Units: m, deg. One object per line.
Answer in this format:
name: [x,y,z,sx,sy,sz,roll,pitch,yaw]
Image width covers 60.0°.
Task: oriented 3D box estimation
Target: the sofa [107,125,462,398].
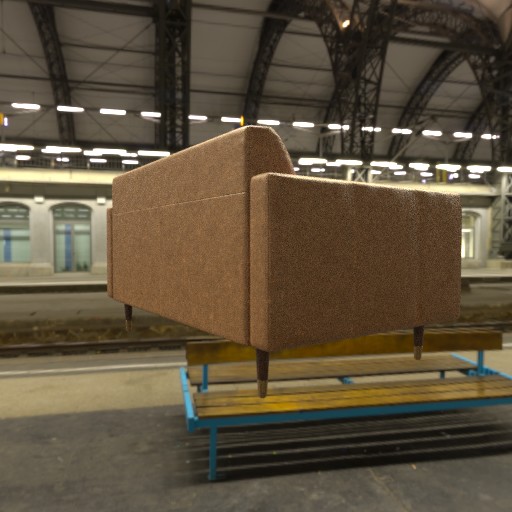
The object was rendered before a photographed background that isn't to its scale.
sofa: [0.000,0.000,2.080,0.960,0.820,1.549,-1,2,-35]
